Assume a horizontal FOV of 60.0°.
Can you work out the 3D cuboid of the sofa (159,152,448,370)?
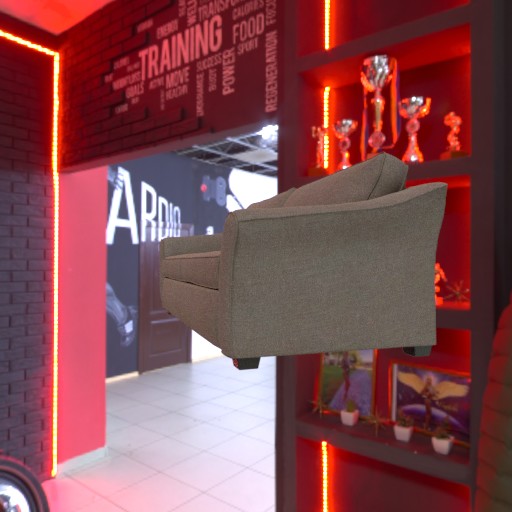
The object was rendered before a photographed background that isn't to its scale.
[{"bbox_3d":[0.000,0.000,2.773,0.986,0.906,2.270,0,-1,-19],"label":"sofa"}]
